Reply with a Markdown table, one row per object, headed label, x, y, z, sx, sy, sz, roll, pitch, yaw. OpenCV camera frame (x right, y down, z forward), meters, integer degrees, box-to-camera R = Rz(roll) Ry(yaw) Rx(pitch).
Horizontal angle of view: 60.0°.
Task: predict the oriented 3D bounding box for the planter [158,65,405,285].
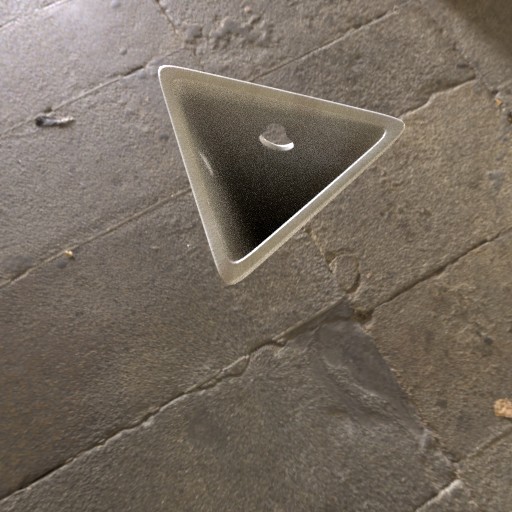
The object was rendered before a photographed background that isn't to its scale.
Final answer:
| label | x | y | z | sx | sy | sz | roll | pitch | yaw |
| --- | --- | --- | --- | --- | --- | --- | --- | --- | --- |
| planter | 0.000 | 0.000 | 0.273 | 0.101 | 0.224 | 0.081 | 15 | 75 | 4 |
